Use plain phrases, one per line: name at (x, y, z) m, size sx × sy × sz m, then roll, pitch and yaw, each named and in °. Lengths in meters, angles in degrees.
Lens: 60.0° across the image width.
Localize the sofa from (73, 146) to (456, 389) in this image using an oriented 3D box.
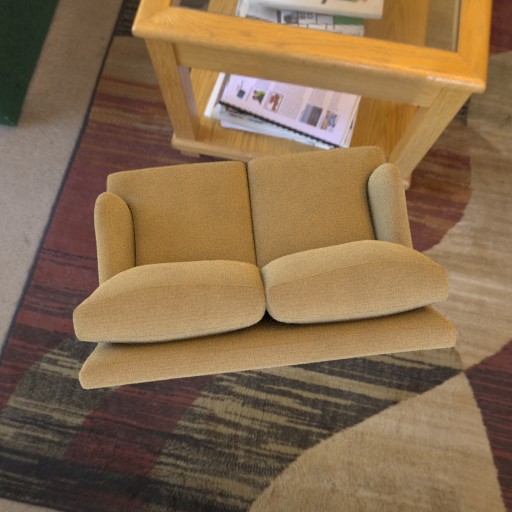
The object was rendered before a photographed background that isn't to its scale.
sofa at (0.000, 0.000, 2.172) m, size 1.480 × 0.999 × 1.087 m, roll -6°, pitch 75°, yaw -2°
